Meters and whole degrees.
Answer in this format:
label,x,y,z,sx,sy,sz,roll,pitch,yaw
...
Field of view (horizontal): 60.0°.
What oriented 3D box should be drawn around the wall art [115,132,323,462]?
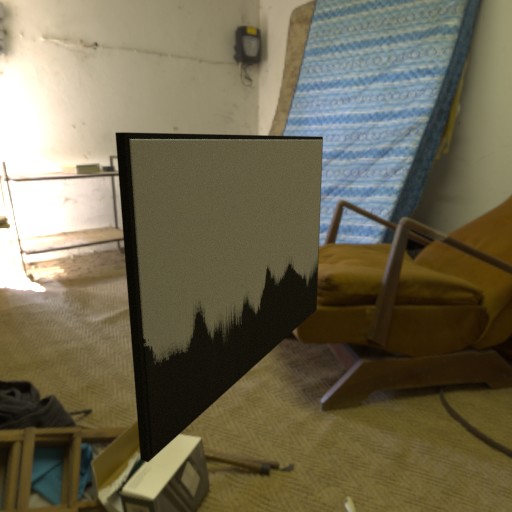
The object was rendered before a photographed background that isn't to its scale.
label,x,y,z,sx,sy,sz,roll,pitch,yaw
wall art,0.000,0.000,1.531,0.028,0.805,1.190,8,16,27
